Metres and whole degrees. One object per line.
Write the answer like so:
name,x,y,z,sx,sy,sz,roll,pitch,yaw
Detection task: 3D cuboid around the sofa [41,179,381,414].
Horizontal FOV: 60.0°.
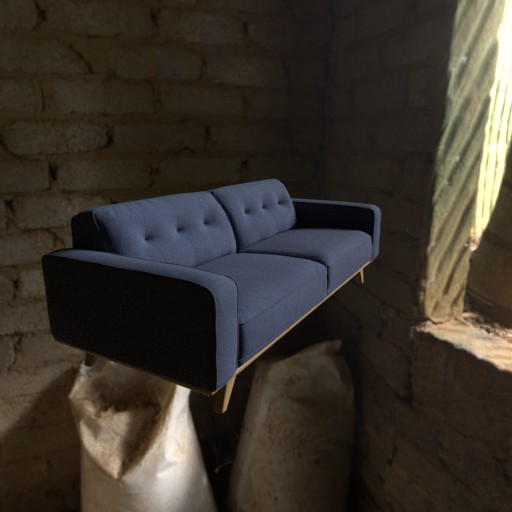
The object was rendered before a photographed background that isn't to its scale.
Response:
sofa,0.000,0.000,2.709,0.953,0.782,2.270,8,17,29
